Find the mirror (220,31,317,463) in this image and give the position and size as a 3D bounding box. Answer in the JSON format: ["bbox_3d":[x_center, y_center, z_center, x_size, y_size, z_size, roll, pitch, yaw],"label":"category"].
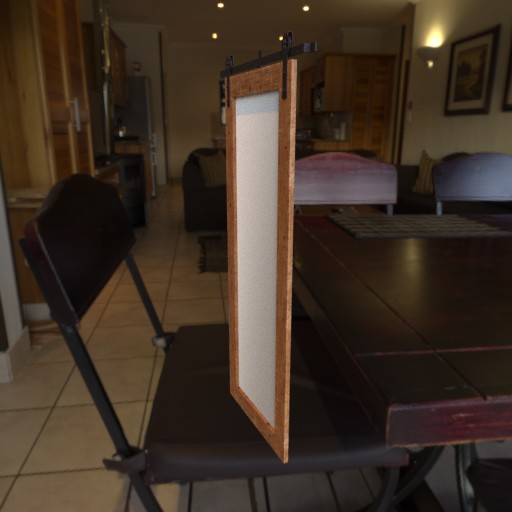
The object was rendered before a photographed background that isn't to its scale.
[{"bbox_3d":[0.000,0.000,2.055,0.042,1.793,0.847,-7,17,-25],"label":"mirror"}]
